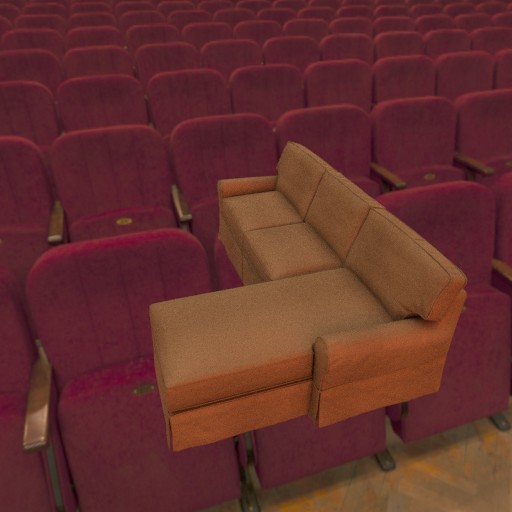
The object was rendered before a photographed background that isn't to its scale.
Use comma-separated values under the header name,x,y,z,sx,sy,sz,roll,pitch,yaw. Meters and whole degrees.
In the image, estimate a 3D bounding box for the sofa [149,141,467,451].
name,x,y,z,sx,sy,sz,roll,pitch,yaw
sofa,0.000,0.000,3.351,1.733,0.978,2.475,-10,33,-15
